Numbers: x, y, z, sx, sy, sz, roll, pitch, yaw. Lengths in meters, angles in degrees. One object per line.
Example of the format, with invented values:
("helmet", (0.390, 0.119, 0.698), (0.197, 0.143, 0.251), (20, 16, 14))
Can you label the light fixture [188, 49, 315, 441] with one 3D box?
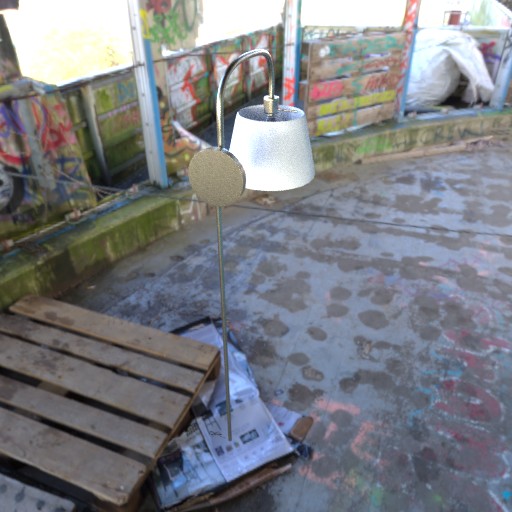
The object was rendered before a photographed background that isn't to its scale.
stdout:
("light fixture", (0.000, 0.000, 0.468), (0.092, 0.399, 0.176), (11, 34, 17))
